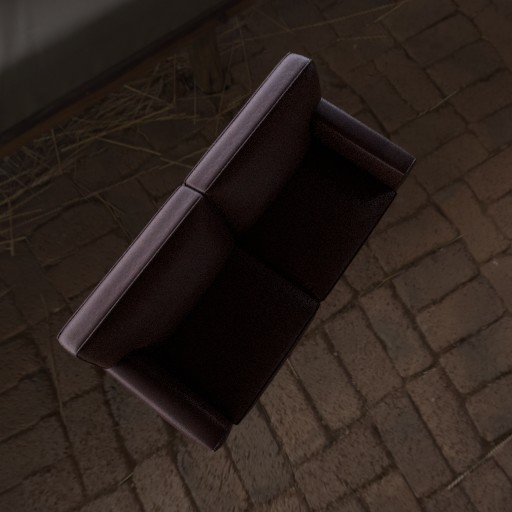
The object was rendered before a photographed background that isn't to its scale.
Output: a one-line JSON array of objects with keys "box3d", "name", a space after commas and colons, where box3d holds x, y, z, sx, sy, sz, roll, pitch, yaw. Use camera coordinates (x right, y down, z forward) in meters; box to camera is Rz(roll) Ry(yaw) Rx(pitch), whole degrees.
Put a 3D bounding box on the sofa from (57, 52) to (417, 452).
[{"box3d": [0.000, 0.000, 2.424, 0.912, 0.928, 1.876, 35, 79, 8], "name": "sofa"}]
